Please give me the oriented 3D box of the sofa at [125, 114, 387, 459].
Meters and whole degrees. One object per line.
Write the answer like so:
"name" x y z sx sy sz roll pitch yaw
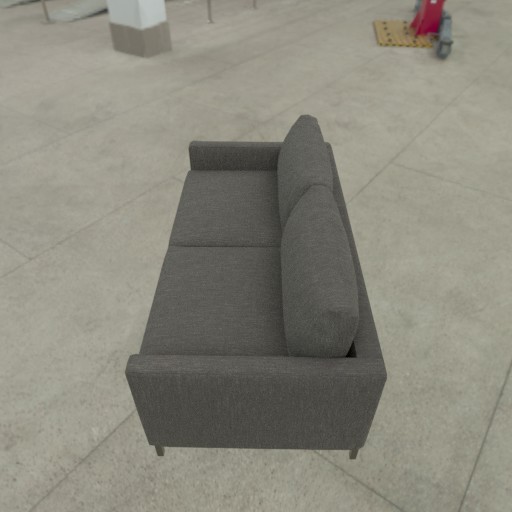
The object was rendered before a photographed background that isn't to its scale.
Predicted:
"sofa" 0.000 0.000 2.171 0.875 0.840 1.682 1 41 1
